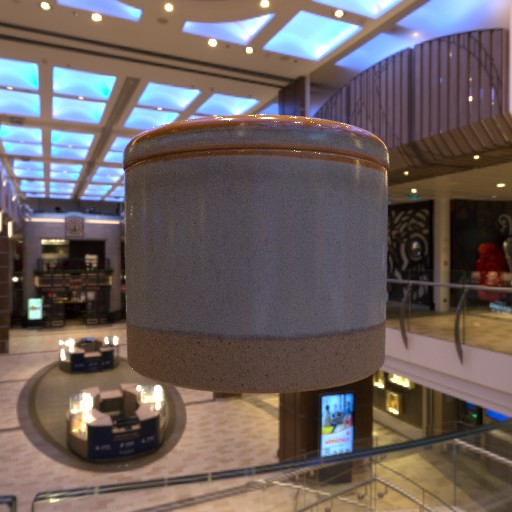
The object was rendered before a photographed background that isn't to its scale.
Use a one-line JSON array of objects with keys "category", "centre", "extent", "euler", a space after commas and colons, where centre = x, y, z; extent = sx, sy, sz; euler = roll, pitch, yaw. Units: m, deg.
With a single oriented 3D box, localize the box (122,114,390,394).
[{"category": "box", "centre": [0.000, 0.000, 0.213], "extent": [0.123, 0.100, 0.123], "euler": [0, 0, 0]}]
